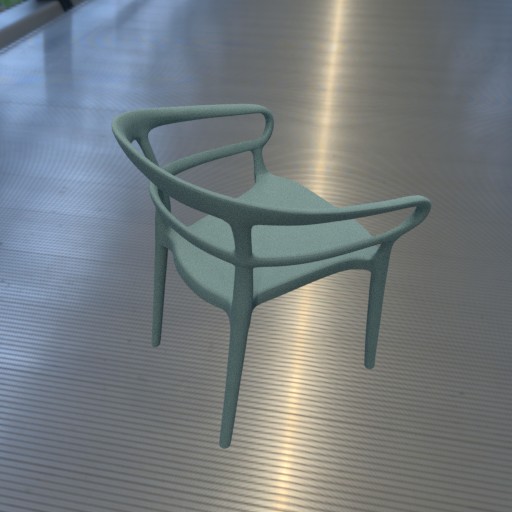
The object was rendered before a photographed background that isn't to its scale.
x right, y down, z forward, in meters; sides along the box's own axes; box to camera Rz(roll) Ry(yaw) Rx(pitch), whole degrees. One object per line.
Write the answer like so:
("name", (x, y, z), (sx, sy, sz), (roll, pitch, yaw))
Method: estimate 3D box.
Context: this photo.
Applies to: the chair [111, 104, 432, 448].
("chair", (0.000, 0.000, 1.103), (0.527, 0.761, 0.559), (-26, 48, -26))
